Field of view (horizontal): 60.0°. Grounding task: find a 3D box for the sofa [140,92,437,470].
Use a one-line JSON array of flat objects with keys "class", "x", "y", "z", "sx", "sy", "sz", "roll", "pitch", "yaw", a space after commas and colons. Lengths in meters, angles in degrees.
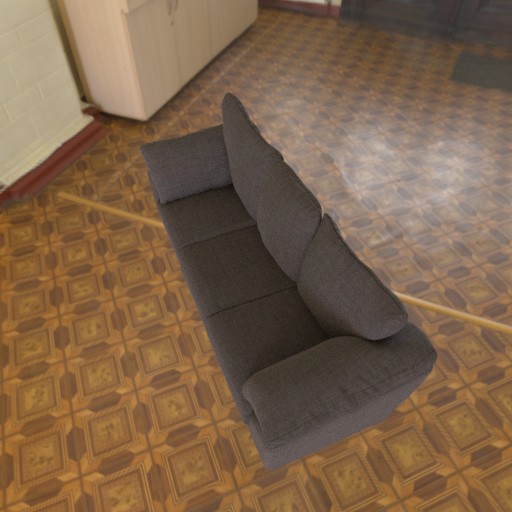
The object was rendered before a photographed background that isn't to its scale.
[{"class": "sofa", "x": 0.000, "y": 0.000, "z": 2.776, "sx": 0.883, "sy": 1.080, "sz": 2.336, "roll": -17, "pitch": 49, "yaw": -16}]
